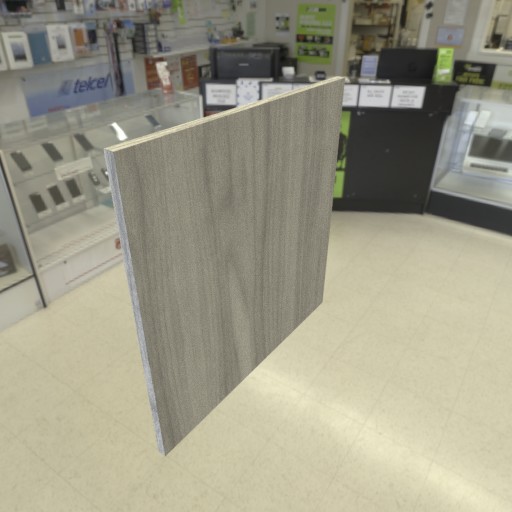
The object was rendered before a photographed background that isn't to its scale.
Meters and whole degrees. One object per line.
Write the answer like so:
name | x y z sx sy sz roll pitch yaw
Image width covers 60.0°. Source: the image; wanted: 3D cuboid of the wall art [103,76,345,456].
wall art | 0.000 0.000 0.760 0.016 0.507 0.508 22 38 31
